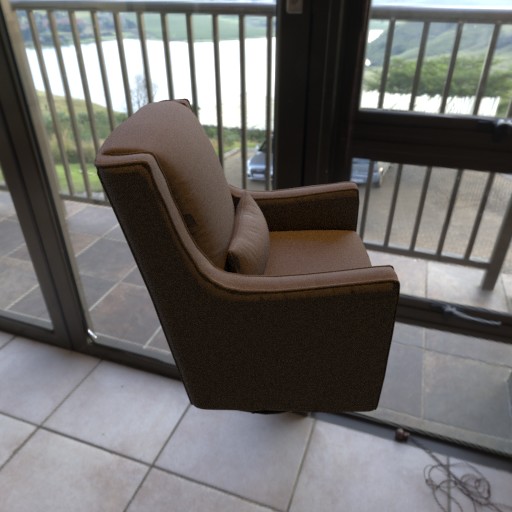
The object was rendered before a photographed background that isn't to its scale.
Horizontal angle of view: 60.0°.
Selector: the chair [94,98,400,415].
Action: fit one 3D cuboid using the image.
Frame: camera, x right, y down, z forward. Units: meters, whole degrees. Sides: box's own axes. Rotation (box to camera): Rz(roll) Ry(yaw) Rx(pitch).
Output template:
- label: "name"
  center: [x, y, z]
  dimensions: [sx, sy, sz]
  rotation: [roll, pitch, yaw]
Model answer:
- label: "chair"
  center: [0.000, 0.000, 1.610]
  dimensions: [0.879, 0.993, 0.732]
  rotation: [1, 32, 1]
